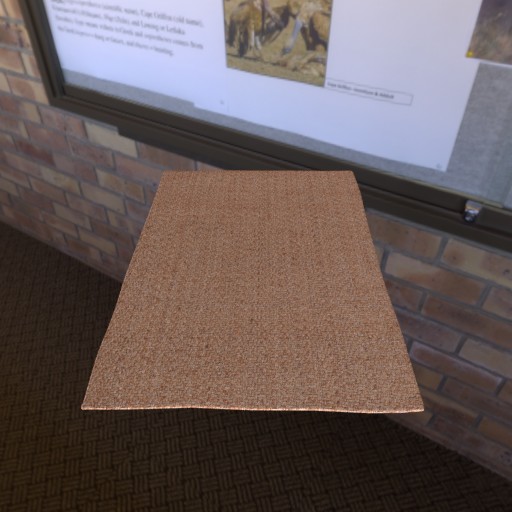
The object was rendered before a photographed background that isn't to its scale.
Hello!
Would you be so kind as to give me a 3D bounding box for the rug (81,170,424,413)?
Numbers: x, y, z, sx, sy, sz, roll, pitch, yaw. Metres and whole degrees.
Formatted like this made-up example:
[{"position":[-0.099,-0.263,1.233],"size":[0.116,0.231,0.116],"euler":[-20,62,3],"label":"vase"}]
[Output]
[{"position":[0.000,0.000,2.780],"size":[1.566,0.013,2.141],"euler":[0,40,0],"label":"rug"}]
